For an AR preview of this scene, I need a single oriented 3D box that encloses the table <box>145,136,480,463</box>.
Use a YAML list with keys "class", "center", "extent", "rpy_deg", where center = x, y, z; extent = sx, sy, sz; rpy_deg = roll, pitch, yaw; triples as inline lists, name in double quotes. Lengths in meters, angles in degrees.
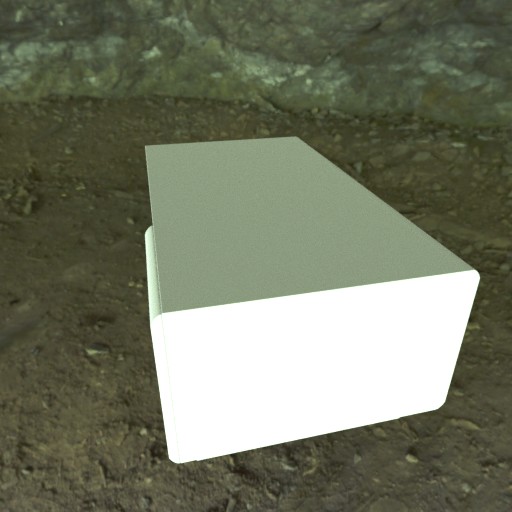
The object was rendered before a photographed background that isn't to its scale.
- class: "table"
  center: [0.000, 0.000, 1.367]
  extent: [0.639, 0.442, 1.097]
  rpy_deg: [-7, 29, -12]
